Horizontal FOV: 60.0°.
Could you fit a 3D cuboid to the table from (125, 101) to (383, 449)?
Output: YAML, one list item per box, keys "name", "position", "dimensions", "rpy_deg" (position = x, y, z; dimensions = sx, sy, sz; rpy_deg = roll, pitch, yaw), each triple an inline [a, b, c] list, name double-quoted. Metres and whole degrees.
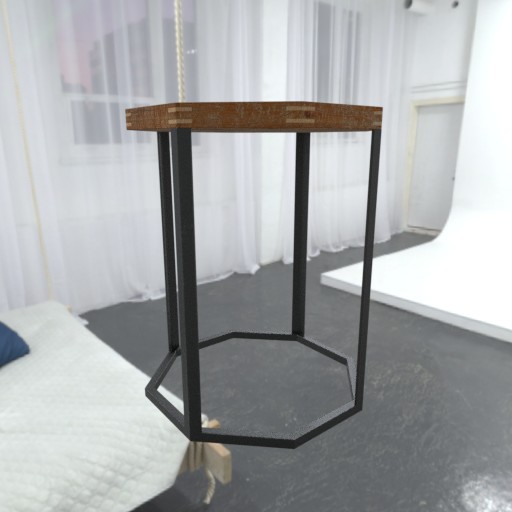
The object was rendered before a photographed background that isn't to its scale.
- name: "table"
  position: [0.000, 0.000, 0.874]
  dimensions: [0.458, 0.543, 0.458]
  rpy_deg: [8, 17, 28]
